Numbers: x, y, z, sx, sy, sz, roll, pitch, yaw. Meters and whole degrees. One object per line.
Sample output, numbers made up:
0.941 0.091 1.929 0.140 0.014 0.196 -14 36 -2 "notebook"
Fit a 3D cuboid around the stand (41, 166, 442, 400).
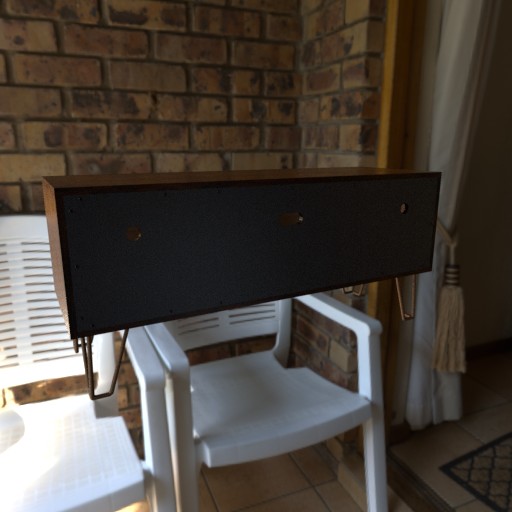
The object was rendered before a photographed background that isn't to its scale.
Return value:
0.000 0.000 1.668 1.372 0.610 0.481 -8 16 -28 "stand"
